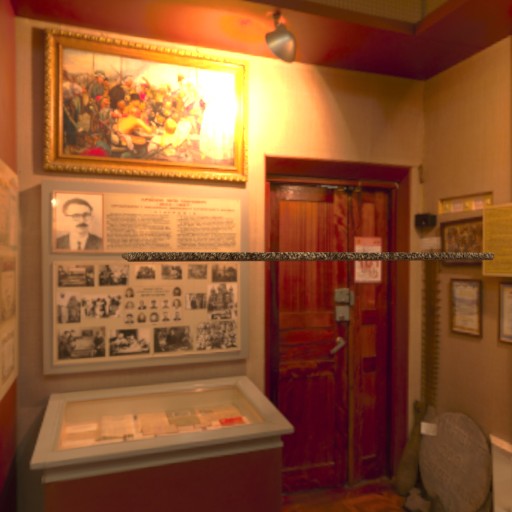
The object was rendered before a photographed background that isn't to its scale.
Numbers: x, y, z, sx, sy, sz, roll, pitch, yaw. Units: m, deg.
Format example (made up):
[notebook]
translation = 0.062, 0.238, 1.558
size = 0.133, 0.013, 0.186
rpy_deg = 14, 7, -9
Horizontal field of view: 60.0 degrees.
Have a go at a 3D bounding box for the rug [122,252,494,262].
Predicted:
[rug]
translation = 0.000, 0.000, 2.087
size = 1.198, 0.025, 1.601
rpy_deg = 0, 0, -17
